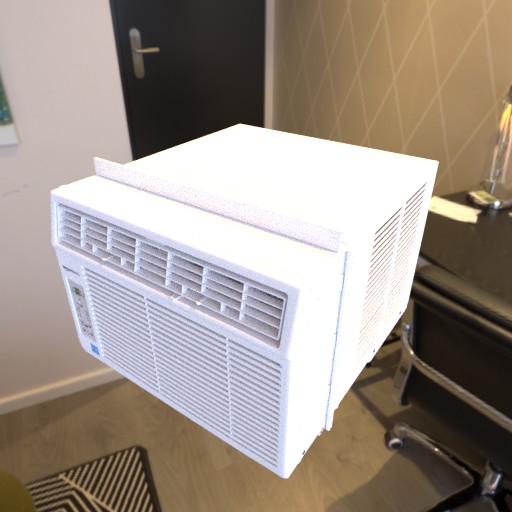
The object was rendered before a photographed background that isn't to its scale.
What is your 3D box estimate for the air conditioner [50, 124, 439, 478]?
[{"bbox_3d":[0.000,0.000,0.869,0.503,0.388,0.546,20,36,30],"label":"air conditioner"}]
